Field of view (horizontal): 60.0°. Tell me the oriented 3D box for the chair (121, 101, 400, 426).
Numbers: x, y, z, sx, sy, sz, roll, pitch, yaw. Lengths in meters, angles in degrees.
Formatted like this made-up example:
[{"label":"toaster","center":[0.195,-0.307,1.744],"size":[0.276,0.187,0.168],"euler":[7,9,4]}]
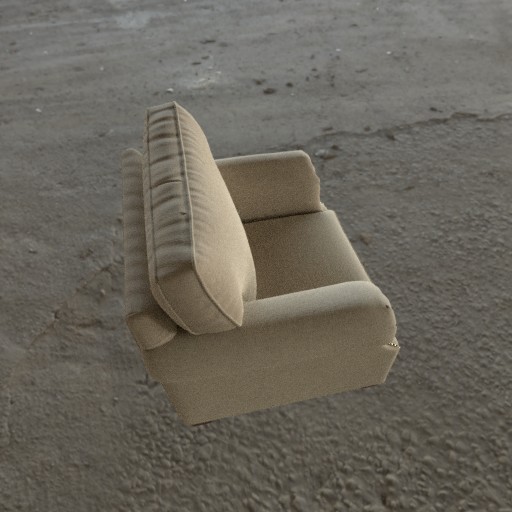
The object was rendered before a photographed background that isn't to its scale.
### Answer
[{"label":"chair","center":[0.000,0.000,1.841],"size":[0.965,0.961,1.092],"euler":[-9,46,-9]}]
